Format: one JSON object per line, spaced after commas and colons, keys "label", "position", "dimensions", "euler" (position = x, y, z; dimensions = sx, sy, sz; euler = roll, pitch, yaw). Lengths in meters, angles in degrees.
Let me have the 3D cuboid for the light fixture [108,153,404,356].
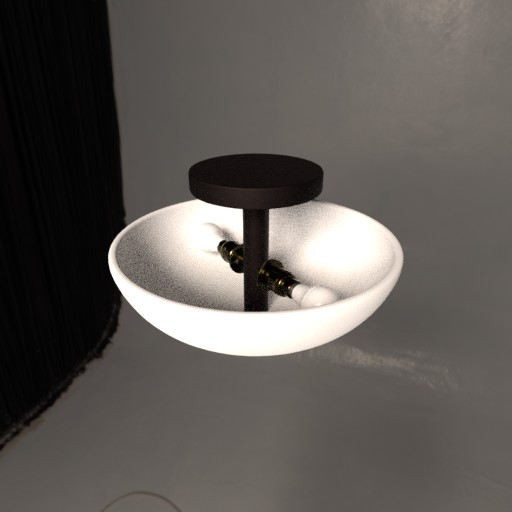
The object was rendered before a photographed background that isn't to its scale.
{"label": "light fixture", "position": [0.000, 0.000, 0.527], "dimensions": [0.331, 0.212, 0.331], "euler": [0, 26, 0]}
